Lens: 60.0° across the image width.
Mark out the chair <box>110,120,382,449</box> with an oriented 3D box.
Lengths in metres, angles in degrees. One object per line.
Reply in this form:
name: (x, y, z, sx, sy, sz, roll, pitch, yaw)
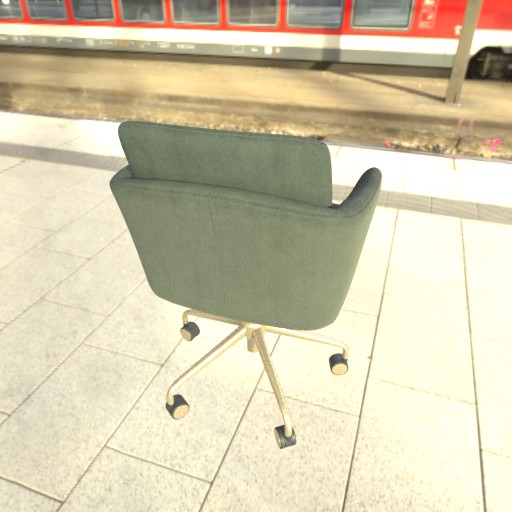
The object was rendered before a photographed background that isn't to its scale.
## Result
chair: (0.000, 0.000, 1.311, 0.641, 0.908, 0.635, 10, 34, 15)
